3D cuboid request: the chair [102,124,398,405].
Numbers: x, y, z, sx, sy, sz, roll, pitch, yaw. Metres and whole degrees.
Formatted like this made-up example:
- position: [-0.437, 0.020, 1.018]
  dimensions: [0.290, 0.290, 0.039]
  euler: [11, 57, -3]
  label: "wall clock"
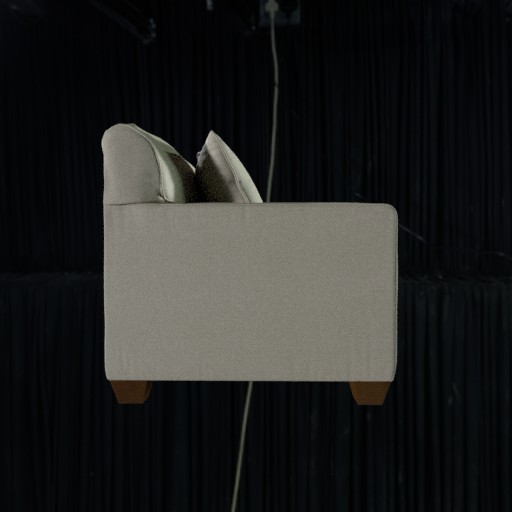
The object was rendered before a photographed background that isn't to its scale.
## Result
- position: [0.000, 0.000, 2.104]
  dimensions: [1.000, 0.948, 1.383]
  euler: [0, 1, 1]
  label: "chair"
